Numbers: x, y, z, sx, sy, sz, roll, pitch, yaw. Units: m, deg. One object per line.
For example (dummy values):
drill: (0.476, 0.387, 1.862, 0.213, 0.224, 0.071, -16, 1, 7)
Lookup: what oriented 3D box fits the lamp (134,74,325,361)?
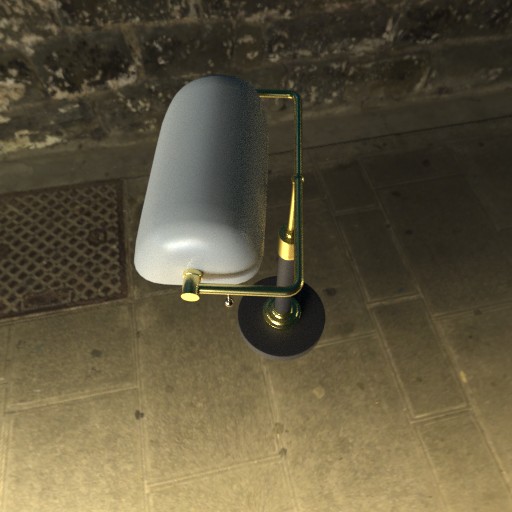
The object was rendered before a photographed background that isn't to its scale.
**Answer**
lamp: (0.000, 0.000, 0.569, 0.227, 0.404, 0.269, 2, 59, 1)
